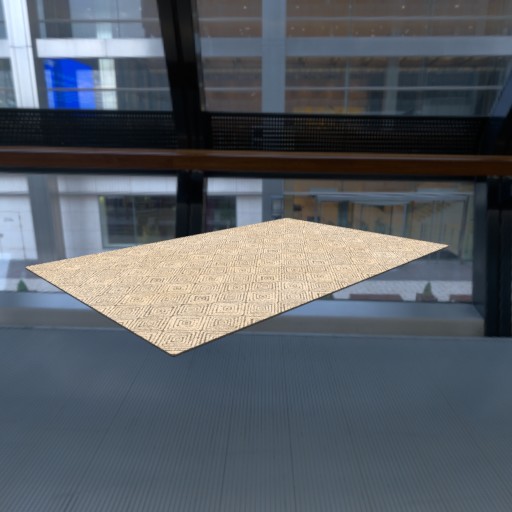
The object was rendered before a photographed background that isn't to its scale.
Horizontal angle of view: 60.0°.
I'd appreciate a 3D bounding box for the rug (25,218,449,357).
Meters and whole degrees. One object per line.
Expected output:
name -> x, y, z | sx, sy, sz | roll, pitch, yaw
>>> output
rug -> 0.000, 0.000, 2.208 | 1.783, 0.008, 1.175 | -14, 21, -43
